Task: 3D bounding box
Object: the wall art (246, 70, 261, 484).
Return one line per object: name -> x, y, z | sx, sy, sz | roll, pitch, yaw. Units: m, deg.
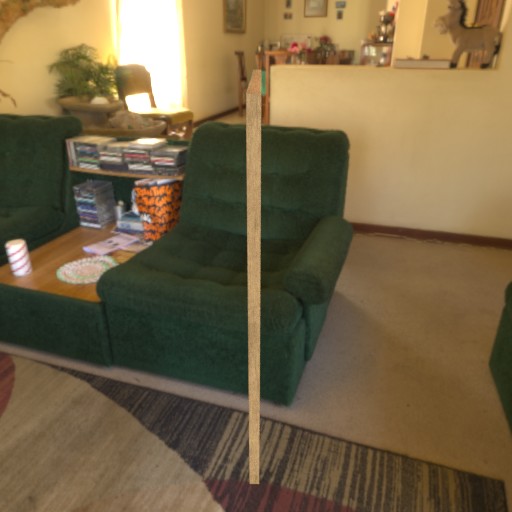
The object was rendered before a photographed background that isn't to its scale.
wall art -> 0.000, 0.000, 0.918 | 0.018, 0.686, 0.534 | 0, 26, 1
